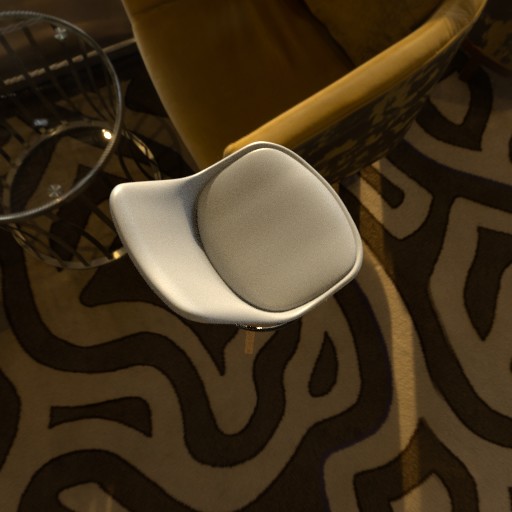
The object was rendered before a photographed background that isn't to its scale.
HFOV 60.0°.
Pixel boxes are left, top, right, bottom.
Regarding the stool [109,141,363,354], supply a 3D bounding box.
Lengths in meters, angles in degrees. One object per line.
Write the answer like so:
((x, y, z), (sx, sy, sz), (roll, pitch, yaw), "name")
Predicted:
((0.000, 0.000, 1.388), (0.550, 1.115, 0.485), (-34, 78, -8), "stool")
